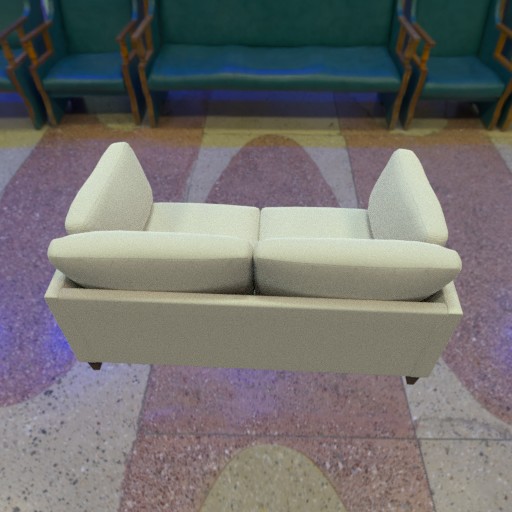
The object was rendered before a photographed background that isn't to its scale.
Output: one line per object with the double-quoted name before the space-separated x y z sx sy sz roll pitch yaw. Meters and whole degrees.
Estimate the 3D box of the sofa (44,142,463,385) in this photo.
"sofa" 0.000 0.000 2.293 1.776 0.836 0.970 2 46 2
